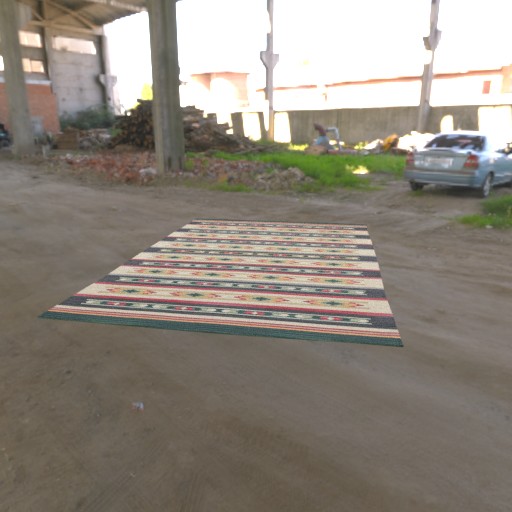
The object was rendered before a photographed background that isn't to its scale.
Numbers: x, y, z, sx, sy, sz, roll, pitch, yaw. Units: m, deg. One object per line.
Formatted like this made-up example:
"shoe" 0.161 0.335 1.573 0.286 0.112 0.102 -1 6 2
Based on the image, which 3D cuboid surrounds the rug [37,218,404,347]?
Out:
"rug" 0.000 0.000 2.287 1.221 0.009 1.825 3 16 10
